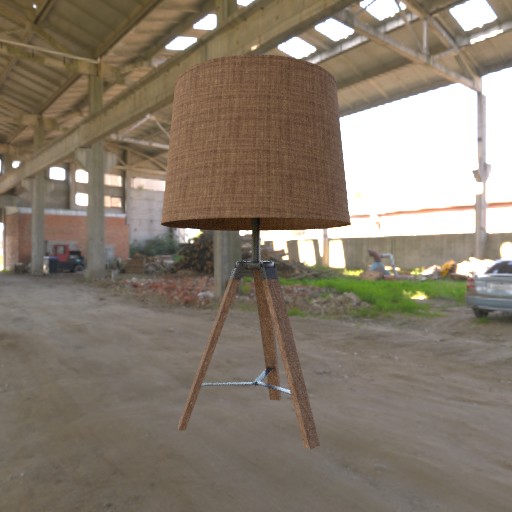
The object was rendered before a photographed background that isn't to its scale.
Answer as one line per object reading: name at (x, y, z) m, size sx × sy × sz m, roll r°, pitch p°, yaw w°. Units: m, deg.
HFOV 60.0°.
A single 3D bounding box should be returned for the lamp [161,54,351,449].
lamp at (0.000, 0.000, 0.689) m, size 0.290 × 0.514 × 0.290 m, roll 0°, pitch 0°, yaw 0°
